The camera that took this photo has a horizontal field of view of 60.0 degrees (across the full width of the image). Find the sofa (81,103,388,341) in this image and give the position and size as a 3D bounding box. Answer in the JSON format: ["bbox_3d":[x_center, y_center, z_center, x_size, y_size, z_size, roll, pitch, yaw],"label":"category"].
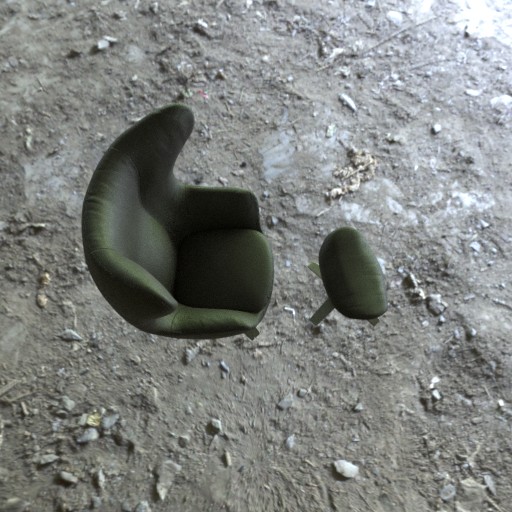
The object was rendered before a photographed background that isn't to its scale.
[{"bbox_3d":[0.000,0.000,2.131,1.444,1.135,0.894,1,65,0],"label":"sofa"}]
